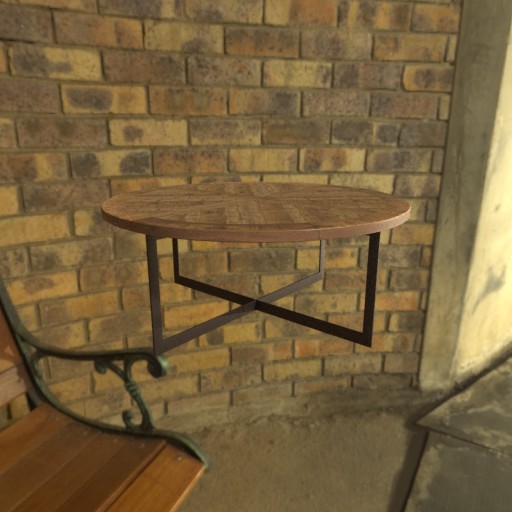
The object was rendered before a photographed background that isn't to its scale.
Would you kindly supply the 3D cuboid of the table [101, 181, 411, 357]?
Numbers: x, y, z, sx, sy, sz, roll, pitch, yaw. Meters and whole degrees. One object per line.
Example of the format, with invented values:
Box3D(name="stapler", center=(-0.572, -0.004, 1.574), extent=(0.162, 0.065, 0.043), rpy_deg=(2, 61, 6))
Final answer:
Box3D(name="table", center=(0.000, 0.000, 1.977), extent=(1.264, 0.516, 1.264), rpy_deg=(0, 16, 0))
